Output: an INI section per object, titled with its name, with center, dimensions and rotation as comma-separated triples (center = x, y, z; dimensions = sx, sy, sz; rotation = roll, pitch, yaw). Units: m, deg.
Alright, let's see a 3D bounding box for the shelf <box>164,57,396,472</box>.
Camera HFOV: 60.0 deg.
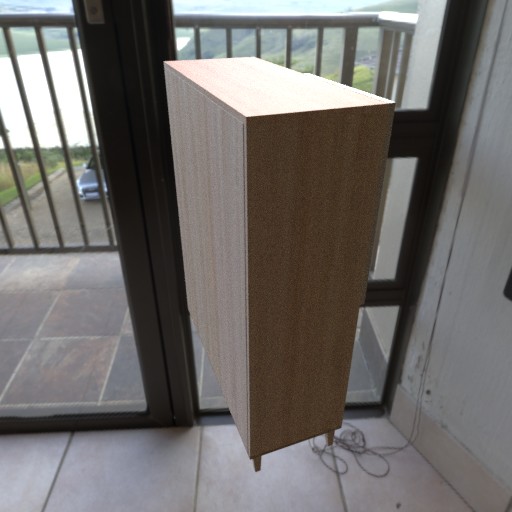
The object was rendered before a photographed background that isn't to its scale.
[shelf]
center = 0.000, 0.000, 1.852
dimensions = 0.434, 1.405, 0.995
rotation = -11, 33, -18
